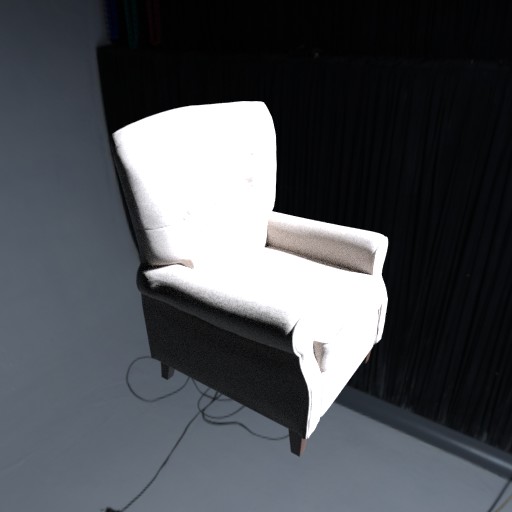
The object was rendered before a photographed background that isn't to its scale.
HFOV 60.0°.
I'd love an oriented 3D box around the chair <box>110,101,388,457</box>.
[{"bbox_3d":[0.000,0.000,1.964,1.025,1.209,0.942,18,32,31],"label":"chair"}]
